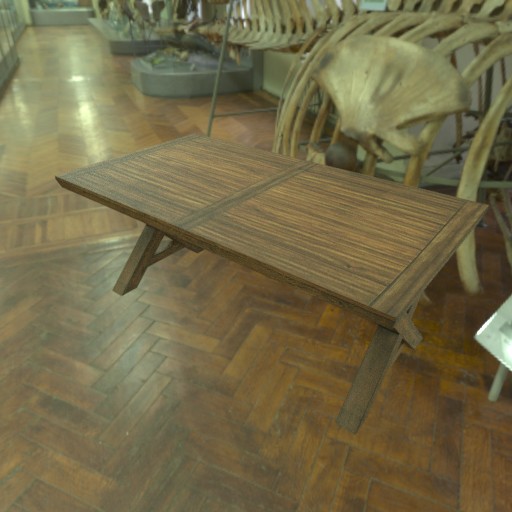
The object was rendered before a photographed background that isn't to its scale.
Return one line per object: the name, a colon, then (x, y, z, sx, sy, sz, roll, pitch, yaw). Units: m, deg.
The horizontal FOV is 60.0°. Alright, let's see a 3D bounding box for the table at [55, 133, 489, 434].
table: (0.000, 0.000, 2.465, 1.966, 0.793, 1.071, 22, 38, 32)
